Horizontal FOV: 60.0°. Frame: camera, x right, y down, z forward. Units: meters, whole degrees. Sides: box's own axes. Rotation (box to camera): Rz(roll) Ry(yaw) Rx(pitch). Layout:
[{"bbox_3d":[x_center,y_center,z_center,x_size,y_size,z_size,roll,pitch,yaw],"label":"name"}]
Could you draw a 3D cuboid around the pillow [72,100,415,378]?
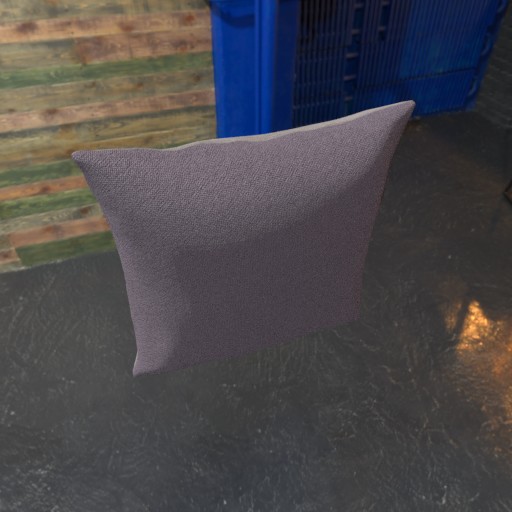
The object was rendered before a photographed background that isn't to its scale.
[{"bbox_3d":[0.000,0.000,0.691,0.452,0.439,0.204,-12,42,-14],"label":"pillow"}]
